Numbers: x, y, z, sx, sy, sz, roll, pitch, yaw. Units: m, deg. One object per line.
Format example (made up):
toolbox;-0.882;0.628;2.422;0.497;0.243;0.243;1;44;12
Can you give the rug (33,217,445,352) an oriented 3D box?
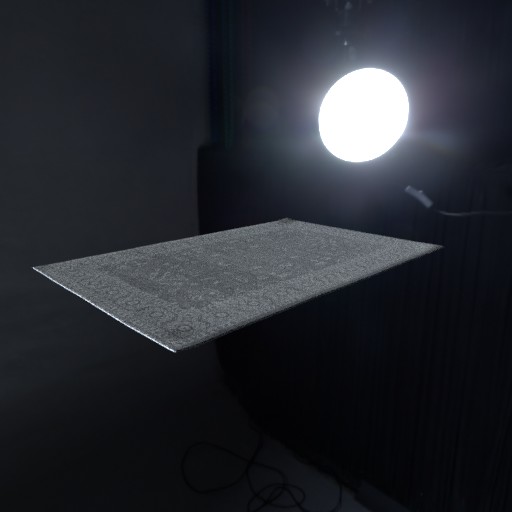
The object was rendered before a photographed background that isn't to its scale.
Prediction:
rug;0.000;0.000;2.317;1.828;0.019;1.209;-14;21;-42
